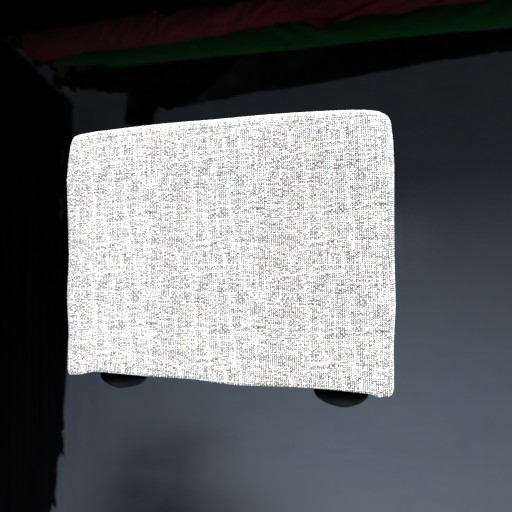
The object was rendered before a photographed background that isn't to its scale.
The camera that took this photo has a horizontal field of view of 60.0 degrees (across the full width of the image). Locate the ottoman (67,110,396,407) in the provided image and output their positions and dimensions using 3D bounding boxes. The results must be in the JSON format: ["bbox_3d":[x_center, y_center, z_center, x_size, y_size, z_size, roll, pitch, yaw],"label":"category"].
[{"bbox_3d":[0.000,0.000,0.897,0.521,0.453,0.512,0,0,15],"label":"ottoman"}]
